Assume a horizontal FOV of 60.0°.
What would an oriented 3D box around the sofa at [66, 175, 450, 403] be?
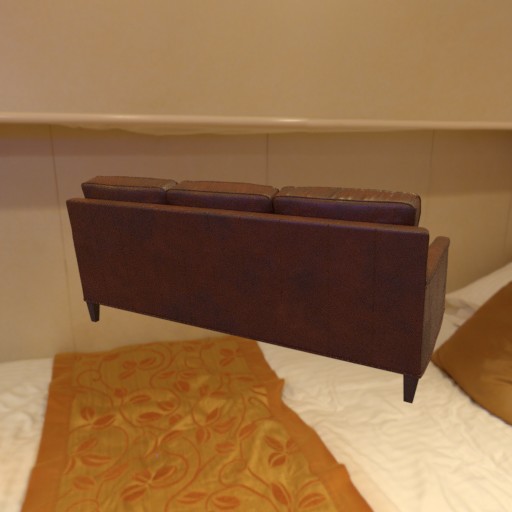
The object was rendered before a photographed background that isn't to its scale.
[{"bbox_3d":[0.000,0.000,2.845,2.240,1.003,1.084,8,17,27],"label":"sofa"}]
